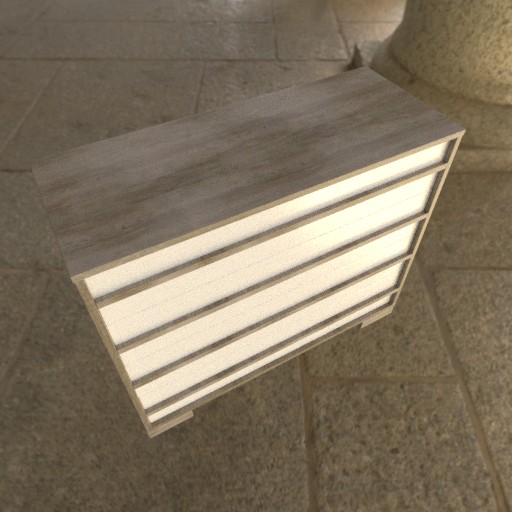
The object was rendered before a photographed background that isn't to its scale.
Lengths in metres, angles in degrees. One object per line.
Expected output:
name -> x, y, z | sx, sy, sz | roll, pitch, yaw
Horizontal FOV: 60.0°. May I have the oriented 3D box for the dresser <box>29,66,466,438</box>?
dresser -> 0.000, 0.000, 1.382 | 0.994, 0.816, 0.404 | -23, 52, -19
